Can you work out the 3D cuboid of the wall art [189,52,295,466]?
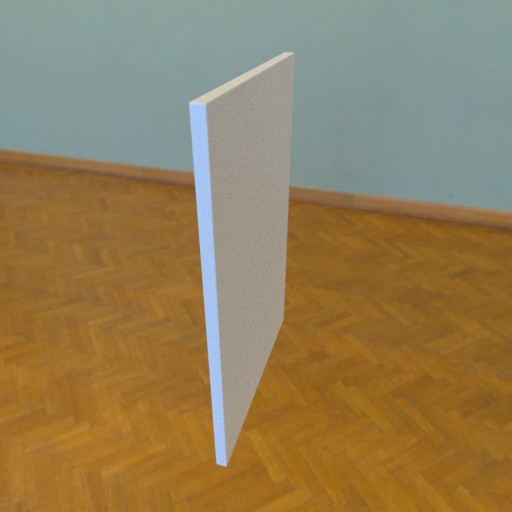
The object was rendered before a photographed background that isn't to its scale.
[{"bbox_3d":[0.000,0.000,1.042,0.026,0.813,0.556,9,33,14],"label":"wall art"}]
